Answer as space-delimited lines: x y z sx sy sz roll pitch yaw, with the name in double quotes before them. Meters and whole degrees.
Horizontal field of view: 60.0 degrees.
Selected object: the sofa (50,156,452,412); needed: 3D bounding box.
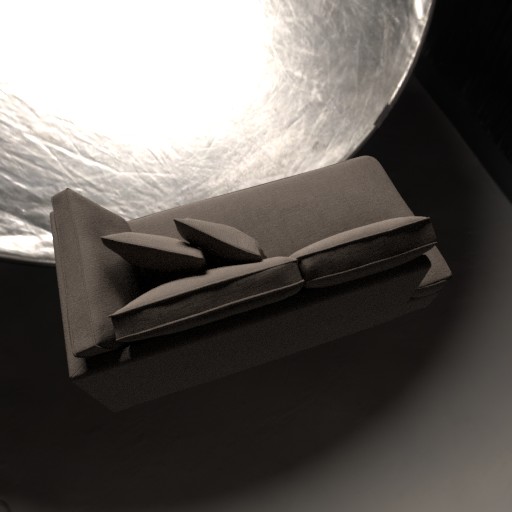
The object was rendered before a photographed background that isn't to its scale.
"sofa" 0.000 0.000 2.802 2.237 1.033 1.110 -16 61 -9
